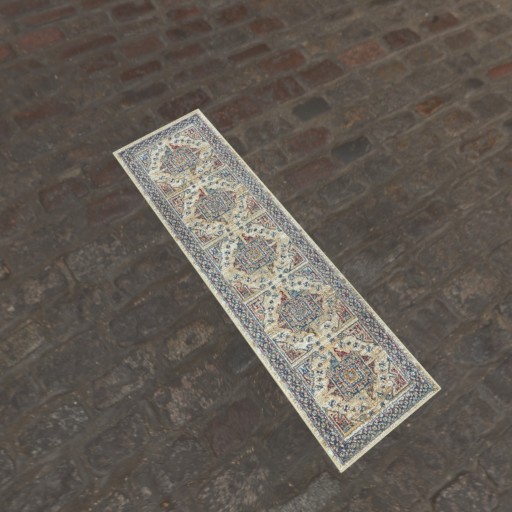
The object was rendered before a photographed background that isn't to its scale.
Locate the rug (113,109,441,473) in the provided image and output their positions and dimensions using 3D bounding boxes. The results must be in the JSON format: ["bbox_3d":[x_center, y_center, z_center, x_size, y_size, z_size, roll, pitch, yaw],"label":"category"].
[{"bbox_3d":[0.000,0.000,2.562,0.661,0.013,2.297,-33,68,-15],"label":"rug"}]
